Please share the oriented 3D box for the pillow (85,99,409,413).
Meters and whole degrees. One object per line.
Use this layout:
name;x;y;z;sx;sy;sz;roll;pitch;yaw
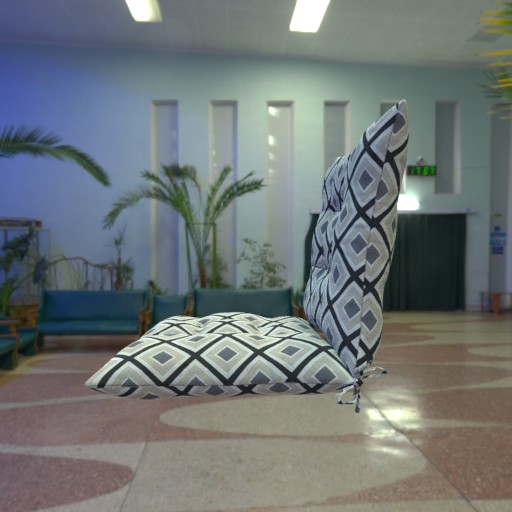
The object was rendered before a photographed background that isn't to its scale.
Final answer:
pillow;0.000;0.000;0.995;0.585;0.536;0.541;0;1;-1
